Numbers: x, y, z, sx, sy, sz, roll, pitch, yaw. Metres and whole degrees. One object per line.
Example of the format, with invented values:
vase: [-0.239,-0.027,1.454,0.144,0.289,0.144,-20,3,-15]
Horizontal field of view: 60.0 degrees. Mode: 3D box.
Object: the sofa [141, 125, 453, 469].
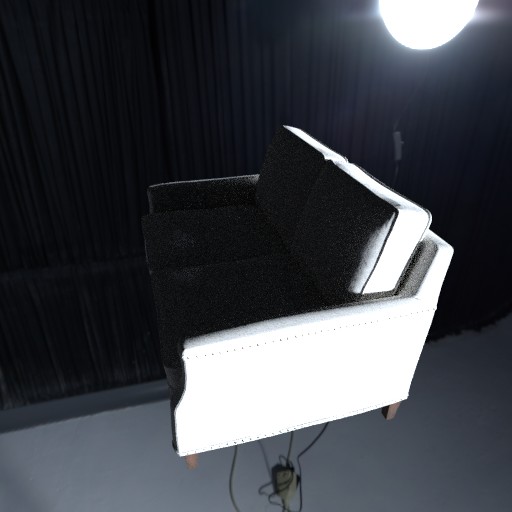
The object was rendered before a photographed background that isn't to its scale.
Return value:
sofa: [0.000,0.000,2.264,1.084,1.003,1.597,-8,30,-14]
